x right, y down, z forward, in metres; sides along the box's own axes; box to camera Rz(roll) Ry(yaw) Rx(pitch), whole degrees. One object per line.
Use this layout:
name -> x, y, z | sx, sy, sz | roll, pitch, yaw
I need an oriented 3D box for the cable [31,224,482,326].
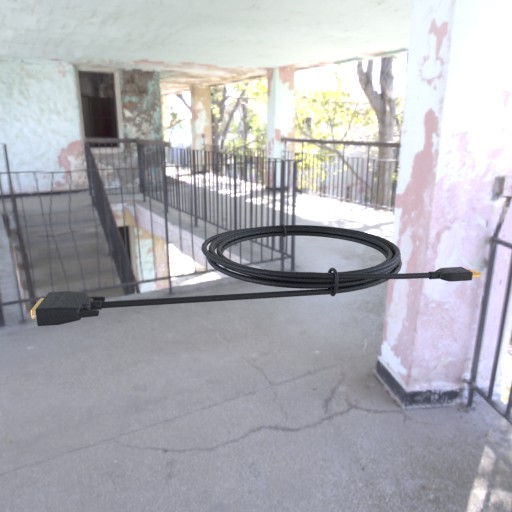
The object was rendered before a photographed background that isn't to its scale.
cable -> 0.000, 0.000, 0.517 | 0.422, 0.030, 0.257 | -3, 16, -9
